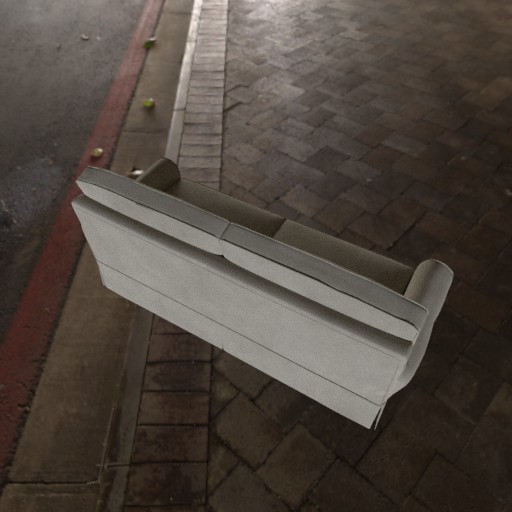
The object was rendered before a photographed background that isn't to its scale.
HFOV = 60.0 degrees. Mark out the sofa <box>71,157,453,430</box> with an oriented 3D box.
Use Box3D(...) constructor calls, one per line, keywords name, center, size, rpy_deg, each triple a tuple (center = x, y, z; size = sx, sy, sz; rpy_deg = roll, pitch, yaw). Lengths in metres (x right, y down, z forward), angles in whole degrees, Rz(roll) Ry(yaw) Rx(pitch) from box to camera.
Box3D(name="sofa", center=(0.000, 0.000, 2.821), size=(2.246, 1.014, 0.900), rpy_deg=(24, 51, 20))
